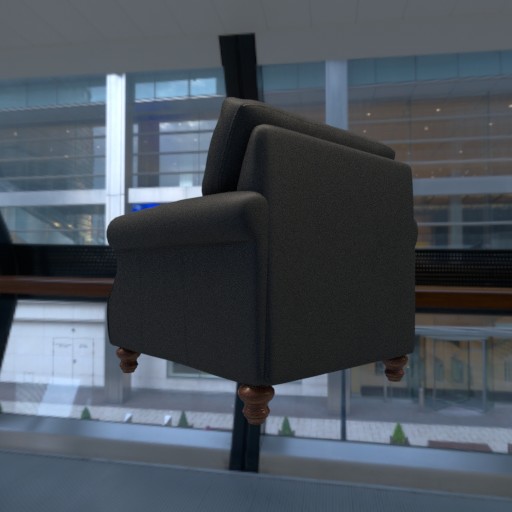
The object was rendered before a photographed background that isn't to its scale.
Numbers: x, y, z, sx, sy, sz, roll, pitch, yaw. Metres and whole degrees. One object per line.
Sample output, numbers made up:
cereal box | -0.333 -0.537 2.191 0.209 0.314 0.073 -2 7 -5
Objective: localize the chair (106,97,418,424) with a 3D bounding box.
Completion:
chair | 0.000 0.000 1.789 1.015 0.960 1.027 1 -2 -36
